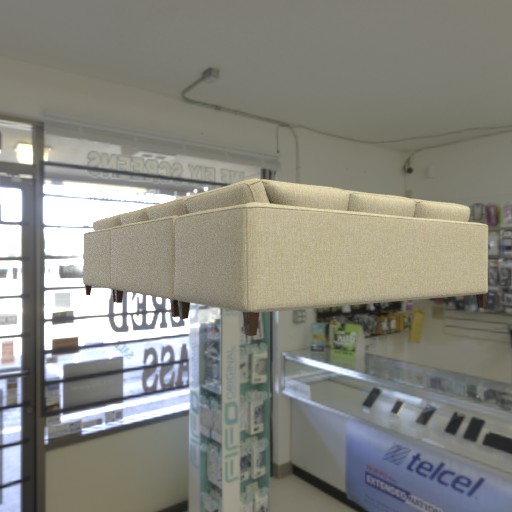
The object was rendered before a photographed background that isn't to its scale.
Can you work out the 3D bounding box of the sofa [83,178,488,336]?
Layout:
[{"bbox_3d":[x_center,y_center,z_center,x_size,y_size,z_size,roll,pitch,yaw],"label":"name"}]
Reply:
[{"bbox_3d":[0.000,0.000,4.433,2.551,0.889,3.403,0,-1,-35],"label":"sofa"}]
